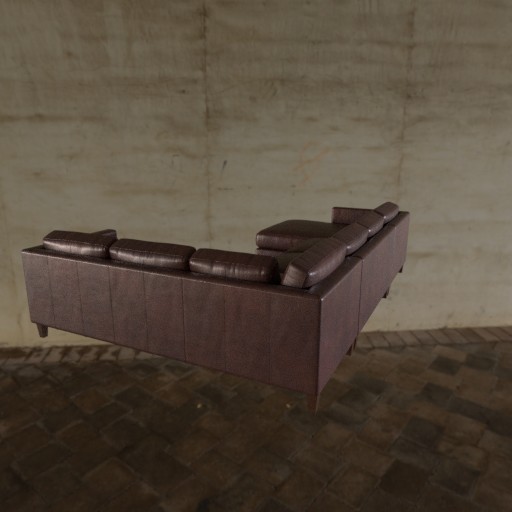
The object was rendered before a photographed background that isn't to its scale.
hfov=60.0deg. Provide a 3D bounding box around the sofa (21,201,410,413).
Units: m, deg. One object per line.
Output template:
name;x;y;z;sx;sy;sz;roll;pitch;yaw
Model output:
sofa;0.000;0.000;4.428;2.452;0.891;3.324;7;16;25
